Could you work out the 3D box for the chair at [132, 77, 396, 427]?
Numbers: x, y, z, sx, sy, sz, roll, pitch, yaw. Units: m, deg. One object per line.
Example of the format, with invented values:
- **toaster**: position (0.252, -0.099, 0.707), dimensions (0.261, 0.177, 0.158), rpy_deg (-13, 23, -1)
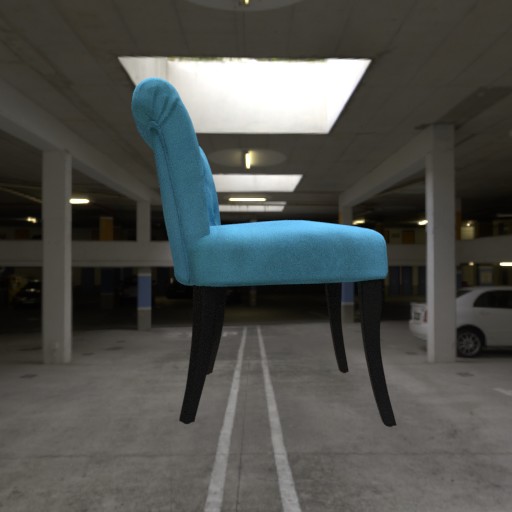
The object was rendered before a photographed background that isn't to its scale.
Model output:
- **chair**: position (0.000, 0.000, 1.201), dimensions (0.605, 0.750, 0.582), rpy_deg (0, -1, -1)
